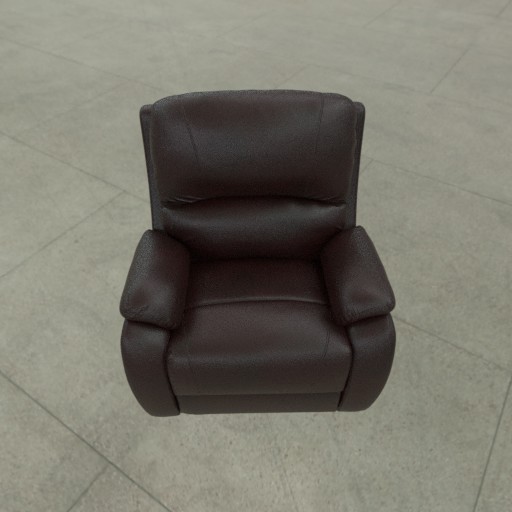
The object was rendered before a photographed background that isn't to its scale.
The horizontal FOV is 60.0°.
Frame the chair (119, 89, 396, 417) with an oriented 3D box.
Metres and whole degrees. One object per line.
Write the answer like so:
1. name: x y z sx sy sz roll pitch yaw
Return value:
1. chair: 0.000 0.000 1.695 0.930 1.011 0.899 -1 45 -1
